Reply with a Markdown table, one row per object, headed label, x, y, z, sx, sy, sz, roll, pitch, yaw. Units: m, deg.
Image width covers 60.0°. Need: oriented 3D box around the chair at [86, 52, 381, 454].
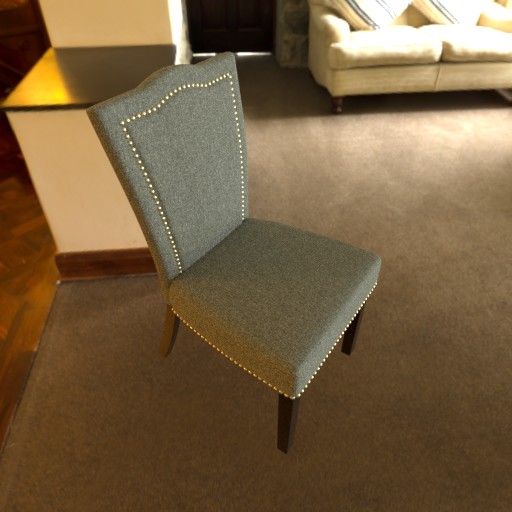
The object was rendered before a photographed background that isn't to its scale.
| label | x | y | z | sx | sy | sz | roll | pitch | yaw |
| --- | --- | --- | --- | --- | --- | --- | --- | --- | --- |
| chair | 0.000 | 0.000 | 1.262 | 0.589 | 0.946 | 0.518 | 24 | 46 | 25 |
